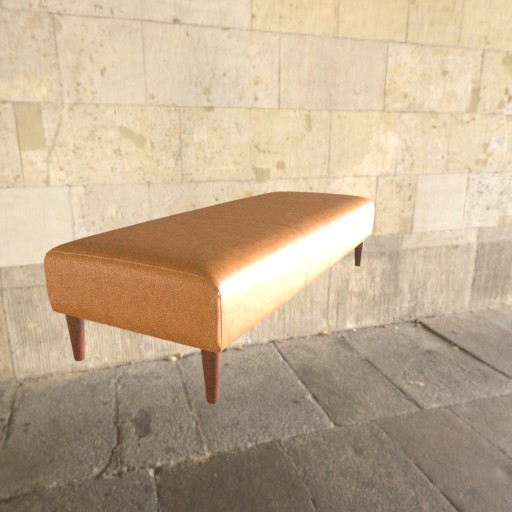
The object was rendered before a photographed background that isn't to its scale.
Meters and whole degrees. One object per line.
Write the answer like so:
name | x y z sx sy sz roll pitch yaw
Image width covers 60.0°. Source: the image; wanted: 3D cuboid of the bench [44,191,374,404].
bench | 0.000 0.000 1.900 0.653 0.399 1.610 8 17 27
